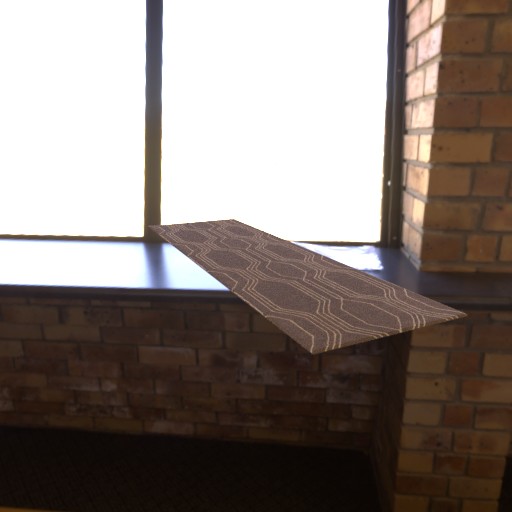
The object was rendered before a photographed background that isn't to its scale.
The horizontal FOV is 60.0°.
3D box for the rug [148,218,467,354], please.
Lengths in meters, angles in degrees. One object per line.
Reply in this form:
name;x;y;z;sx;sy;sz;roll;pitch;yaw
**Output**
rug;0.000;0.000;2.759;0.773;0.012;2.464;-7;17;-25
